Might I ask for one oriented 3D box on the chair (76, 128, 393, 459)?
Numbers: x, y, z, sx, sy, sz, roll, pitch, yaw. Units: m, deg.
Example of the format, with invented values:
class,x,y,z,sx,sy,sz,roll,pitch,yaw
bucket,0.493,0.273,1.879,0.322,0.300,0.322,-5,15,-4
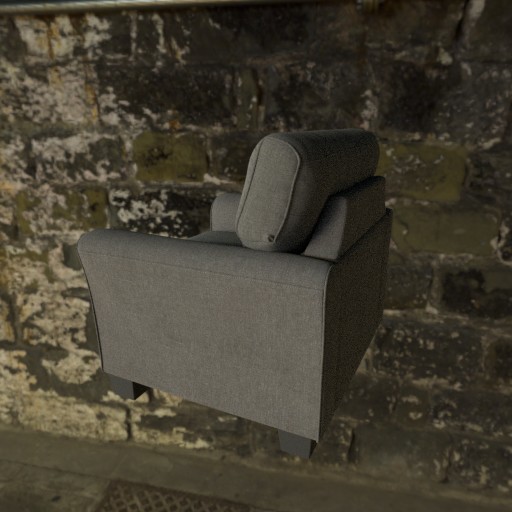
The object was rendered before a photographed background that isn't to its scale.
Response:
class,x,y,z,sx,sy,sz,roll,pitch,yaw
chair,0.000,0.000,1.620,0.816,0.890,0.941,8,19,25
